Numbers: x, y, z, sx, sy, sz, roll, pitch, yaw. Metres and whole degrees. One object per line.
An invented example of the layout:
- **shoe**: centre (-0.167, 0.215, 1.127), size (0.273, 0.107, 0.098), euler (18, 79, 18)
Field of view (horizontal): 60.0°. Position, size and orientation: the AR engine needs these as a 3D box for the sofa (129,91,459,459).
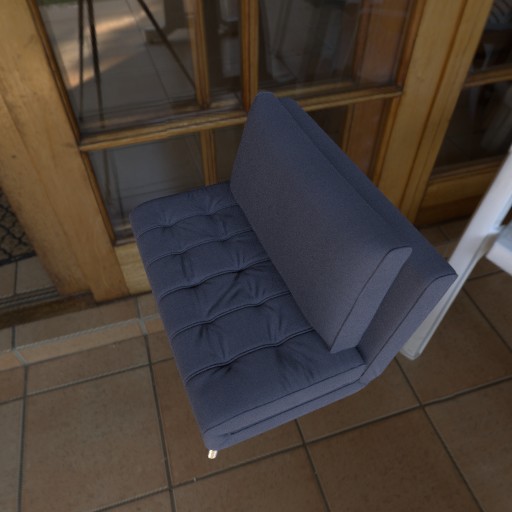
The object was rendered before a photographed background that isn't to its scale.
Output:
- **sofa**: centre (0.000, 0.000, 1.902), size (0.910, 0.910, 1.220), euler (-17, 50, -15)
